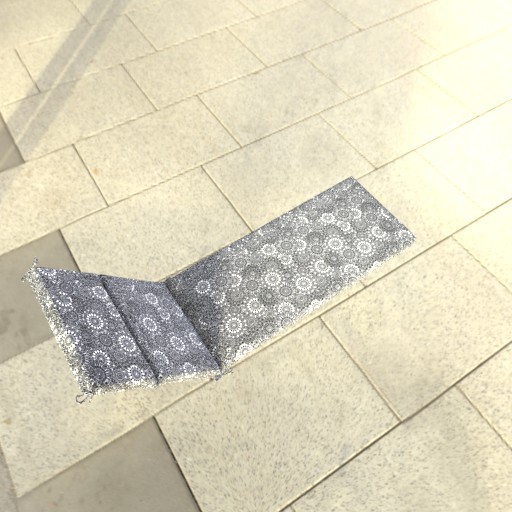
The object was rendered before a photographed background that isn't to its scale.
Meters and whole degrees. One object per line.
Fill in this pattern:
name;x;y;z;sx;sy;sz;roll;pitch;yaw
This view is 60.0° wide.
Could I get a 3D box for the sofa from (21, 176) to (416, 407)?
sofa;0.000;0.000;1.921;1.663;0.622;0.582;-30;63;-17
